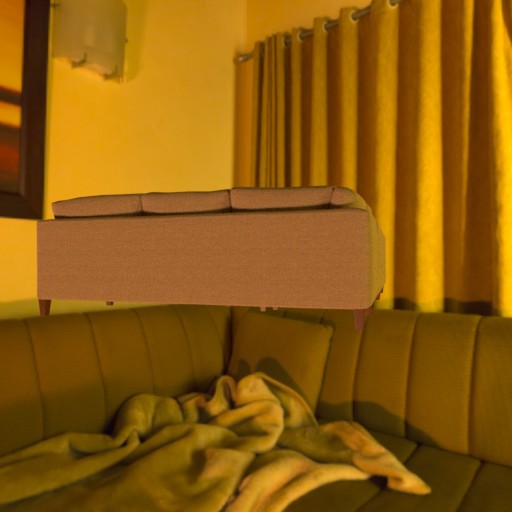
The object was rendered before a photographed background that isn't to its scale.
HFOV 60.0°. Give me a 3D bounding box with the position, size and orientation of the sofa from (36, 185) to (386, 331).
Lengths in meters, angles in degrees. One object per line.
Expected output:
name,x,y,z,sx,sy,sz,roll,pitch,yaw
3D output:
sofa,0.000,0.000,4.720,2.594,0.961,3.460,0,-1,18
